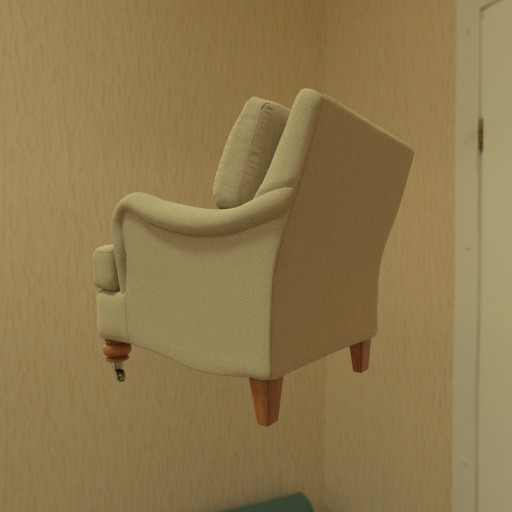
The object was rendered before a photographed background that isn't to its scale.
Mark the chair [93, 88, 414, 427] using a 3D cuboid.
[{"bbox_3d":[0.000,0.000,1.875,1.070,1.038,0.955,1,1,36],"label":"chair"}]
